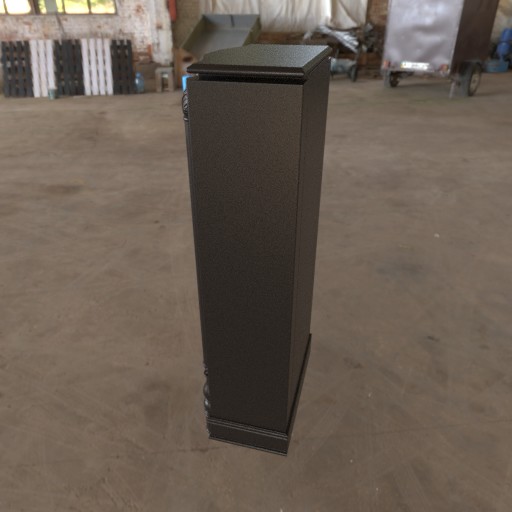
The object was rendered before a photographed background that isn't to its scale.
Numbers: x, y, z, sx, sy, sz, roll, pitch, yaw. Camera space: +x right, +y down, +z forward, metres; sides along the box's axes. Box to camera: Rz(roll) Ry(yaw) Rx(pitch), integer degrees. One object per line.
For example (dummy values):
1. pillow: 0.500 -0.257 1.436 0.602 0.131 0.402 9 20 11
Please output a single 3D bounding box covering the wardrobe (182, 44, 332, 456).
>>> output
1. wardrobe: 0.000 0.000 1.208 0.295 1.011 0.444 8 31 13
